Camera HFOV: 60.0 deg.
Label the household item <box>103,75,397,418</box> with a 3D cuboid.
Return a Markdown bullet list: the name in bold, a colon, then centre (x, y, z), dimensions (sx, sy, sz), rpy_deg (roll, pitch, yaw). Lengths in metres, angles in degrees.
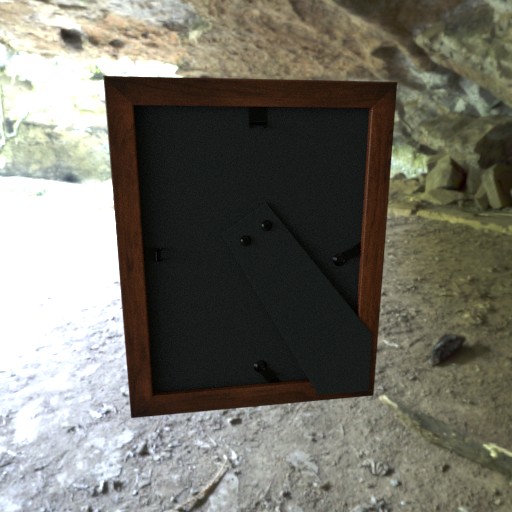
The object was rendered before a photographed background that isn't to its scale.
- **household item**: centre (0.000, 0.000, 0.337), dimensions (0.200, 0.250, 0.020), rpy_deg (-2, 15, -9)
